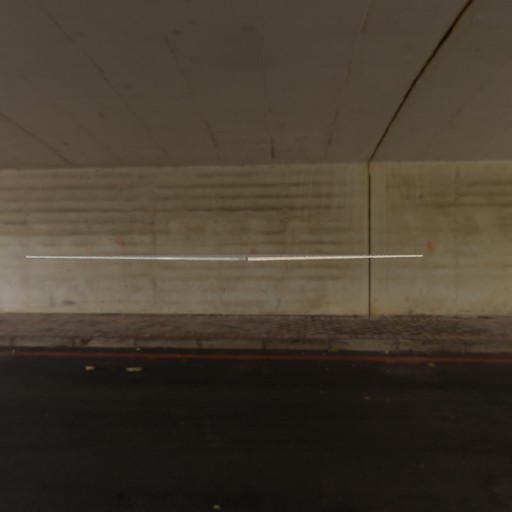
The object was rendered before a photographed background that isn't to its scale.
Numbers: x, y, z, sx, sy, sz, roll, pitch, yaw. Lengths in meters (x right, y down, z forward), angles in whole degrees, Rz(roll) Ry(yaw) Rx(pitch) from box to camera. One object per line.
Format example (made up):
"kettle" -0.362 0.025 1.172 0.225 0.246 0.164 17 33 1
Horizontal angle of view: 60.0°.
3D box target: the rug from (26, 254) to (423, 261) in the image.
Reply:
"rug" 0.000 0.000 2.913 1.532 0.017 2.244 0 1 36
